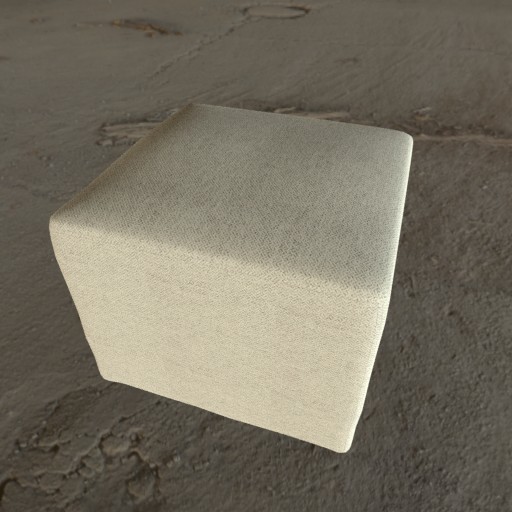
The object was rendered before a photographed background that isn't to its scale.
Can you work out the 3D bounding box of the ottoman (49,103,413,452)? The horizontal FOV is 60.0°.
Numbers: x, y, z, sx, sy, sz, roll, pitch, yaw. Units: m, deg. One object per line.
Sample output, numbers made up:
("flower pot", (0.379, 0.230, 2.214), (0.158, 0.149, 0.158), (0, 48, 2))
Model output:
("ottoman", (0.000, 0.000, 0.904), (0.521, 0.453, 0.512), (12, 41, 14))
